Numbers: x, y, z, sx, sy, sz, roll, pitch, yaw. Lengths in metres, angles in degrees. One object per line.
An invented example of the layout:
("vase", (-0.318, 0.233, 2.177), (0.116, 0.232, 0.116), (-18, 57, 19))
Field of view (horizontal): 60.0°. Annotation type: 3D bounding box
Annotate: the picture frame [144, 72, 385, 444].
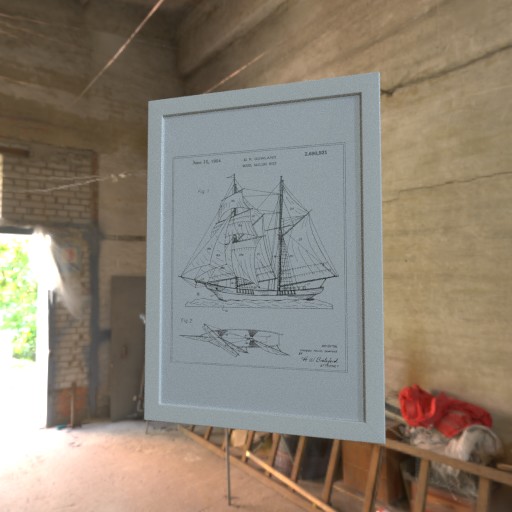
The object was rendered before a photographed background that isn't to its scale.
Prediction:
("picture frame", (0.000, 0.000, 0.693), (0.381, 0.534, 0.012), (-1, -3, 17))
